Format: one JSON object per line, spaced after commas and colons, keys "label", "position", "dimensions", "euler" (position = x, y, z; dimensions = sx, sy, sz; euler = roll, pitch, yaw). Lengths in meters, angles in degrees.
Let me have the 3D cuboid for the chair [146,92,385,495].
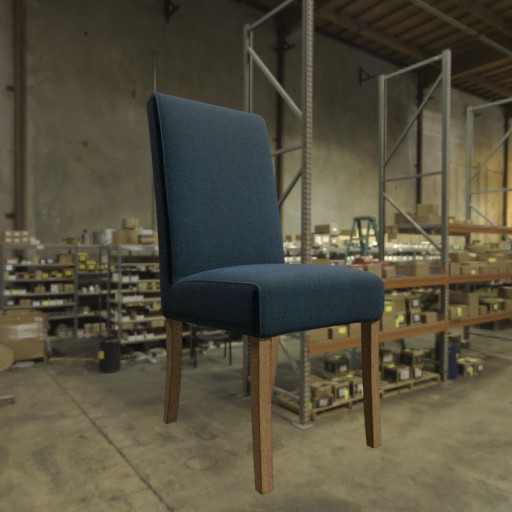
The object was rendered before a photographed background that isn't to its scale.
{"label": "chair", "position": [0.000, 0.000, 1.321], "dimensions": [0.450, 1.029, 0.610], "euler": [-1, 1, -36]}
